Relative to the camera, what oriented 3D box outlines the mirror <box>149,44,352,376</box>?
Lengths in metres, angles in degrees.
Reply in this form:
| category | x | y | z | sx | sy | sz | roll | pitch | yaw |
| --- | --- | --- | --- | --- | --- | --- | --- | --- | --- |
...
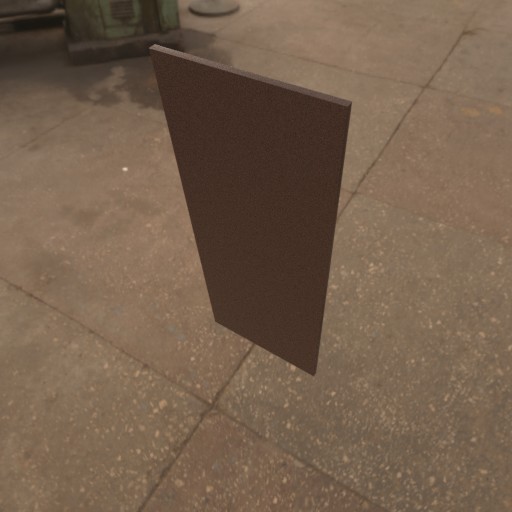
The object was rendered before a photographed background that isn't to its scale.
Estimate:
| category | x | y | z | sx | sy | sz | roll | pitch | yaw |
| --- | --- | --- | --- | --- | --- | --- | --- | --- | --- |
| mirror | 0.000 | 0.000 | 2.312 | 0.812 | 2.020 | 0.221 | 25 | 52 | 22 |
